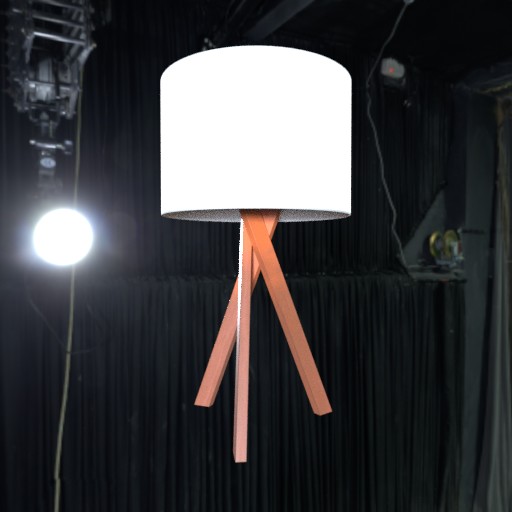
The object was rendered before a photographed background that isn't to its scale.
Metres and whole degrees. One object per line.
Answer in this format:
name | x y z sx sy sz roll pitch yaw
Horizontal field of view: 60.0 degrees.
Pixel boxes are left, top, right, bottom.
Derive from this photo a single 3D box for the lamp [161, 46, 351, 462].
lamp | 0.000 0.000 0.911 0.380 0.686 0.380 -1 1 -36
